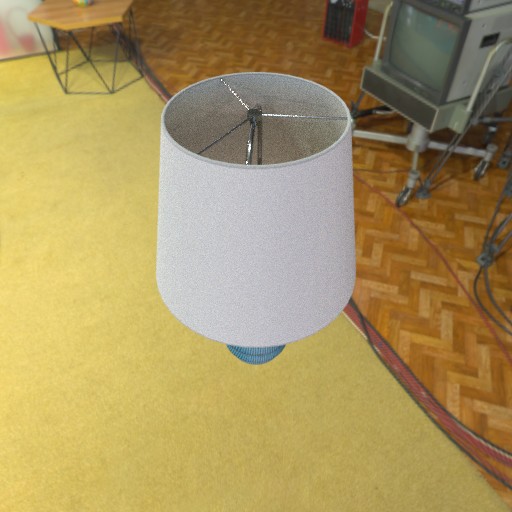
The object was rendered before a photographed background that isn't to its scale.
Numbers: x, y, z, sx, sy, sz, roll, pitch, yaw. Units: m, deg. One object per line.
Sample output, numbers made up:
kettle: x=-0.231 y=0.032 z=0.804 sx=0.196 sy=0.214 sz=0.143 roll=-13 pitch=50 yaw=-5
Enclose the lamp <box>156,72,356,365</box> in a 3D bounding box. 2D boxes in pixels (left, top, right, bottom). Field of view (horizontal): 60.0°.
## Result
lamp: x=0.000 y=0.000 z=0.562 sx=0.254 sy=0.392 sz=0.254 roll=0 pitch=46 yaw=0
